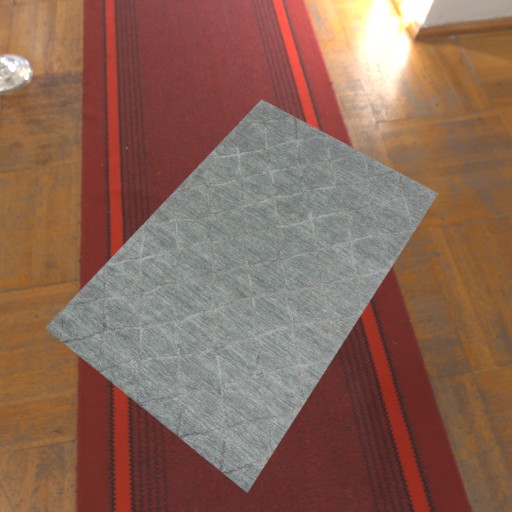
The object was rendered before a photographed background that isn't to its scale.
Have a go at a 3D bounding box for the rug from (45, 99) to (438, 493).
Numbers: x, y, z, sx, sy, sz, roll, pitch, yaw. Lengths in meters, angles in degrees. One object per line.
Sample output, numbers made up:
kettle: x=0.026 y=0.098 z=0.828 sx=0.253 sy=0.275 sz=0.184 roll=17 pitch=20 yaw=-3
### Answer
rug: x=0.000 y=0.000 z=2.906 sx=1.521 sy=0.006 sz=2.283 roll=33 pitch=69 yaw=15
